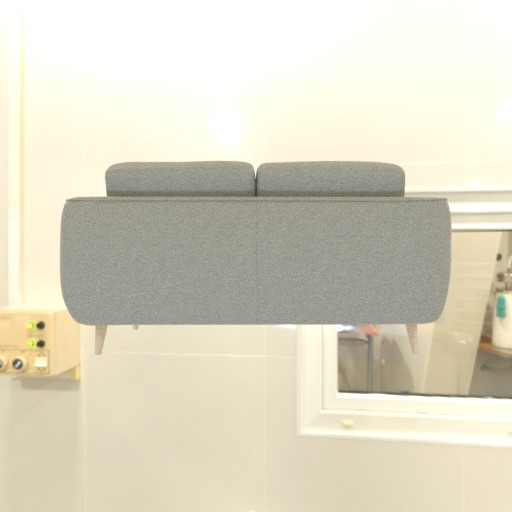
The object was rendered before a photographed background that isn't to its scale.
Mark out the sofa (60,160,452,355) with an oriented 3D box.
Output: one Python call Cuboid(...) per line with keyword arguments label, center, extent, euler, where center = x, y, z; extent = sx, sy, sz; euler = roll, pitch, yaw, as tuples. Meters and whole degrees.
Cuboid(label="sofa", center=(0.000, 0.000, 2.239), extent=(1.700, 0.850, 0.920), euler=(0, 1, -1))
